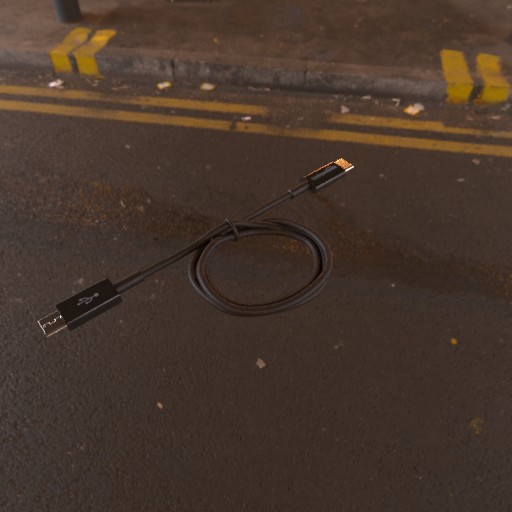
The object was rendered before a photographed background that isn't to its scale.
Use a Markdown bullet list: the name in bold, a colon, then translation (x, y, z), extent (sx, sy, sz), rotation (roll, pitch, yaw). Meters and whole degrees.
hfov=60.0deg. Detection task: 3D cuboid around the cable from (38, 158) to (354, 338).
- **cable**: translation (0.000, 0.000, 0.215), extent (0.192, 0.014, 0.070), rotation (-31, 54, -26)
